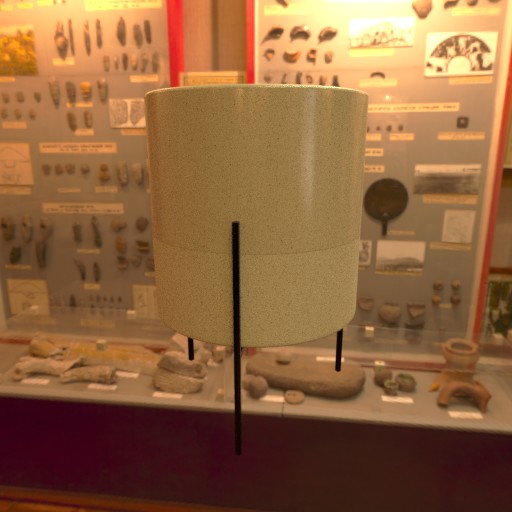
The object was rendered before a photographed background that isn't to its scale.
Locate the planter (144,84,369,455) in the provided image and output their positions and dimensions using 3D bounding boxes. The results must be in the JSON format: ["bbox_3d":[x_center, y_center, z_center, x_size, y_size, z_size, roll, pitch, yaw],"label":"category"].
[{"bbox_3d":[0.000,0.000,0.694,0.314,0.475,0.323,2,15,8],"label":"planter"}]
